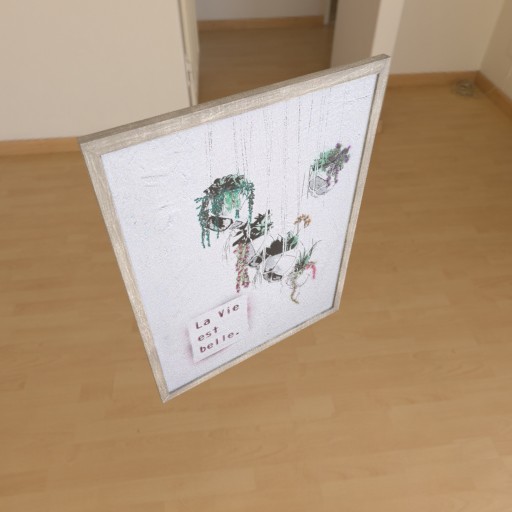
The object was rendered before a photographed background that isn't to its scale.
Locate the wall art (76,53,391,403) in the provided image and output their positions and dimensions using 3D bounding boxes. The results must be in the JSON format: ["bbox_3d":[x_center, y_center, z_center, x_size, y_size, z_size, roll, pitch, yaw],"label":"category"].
[{"bbox_3d":[0.000,0.000,1.335,0.781,1.022,0.035,-24,50,-22],"label":"wall art"}]
